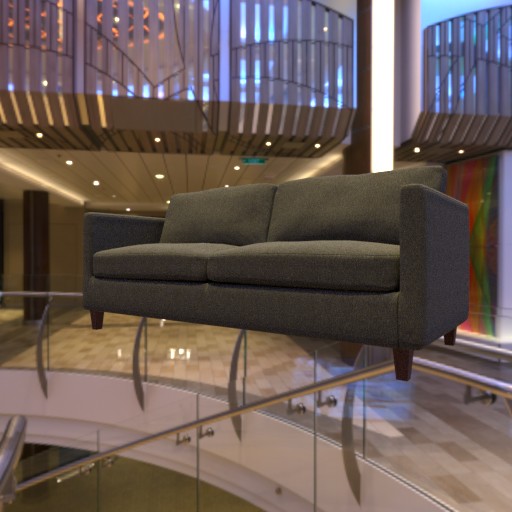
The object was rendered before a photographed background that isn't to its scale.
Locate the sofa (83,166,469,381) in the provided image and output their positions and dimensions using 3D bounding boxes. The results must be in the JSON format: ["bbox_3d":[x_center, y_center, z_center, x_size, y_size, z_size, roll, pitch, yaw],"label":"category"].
[{"bbox_3d":[0.000,0.000,2.664,2.208,0.965,0.948,0,0,35],"label":"sofa"}]
